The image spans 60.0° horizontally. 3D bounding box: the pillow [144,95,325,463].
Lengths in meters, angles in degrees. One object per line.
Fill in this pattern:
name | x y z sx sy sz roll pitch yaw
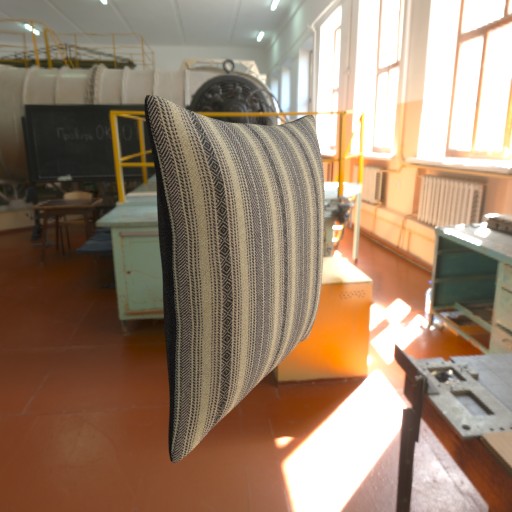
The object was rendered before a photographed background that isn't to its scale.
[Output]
pillow | 0.000 0.000 0.799 0.166 0.508 0.520 8 17 28
